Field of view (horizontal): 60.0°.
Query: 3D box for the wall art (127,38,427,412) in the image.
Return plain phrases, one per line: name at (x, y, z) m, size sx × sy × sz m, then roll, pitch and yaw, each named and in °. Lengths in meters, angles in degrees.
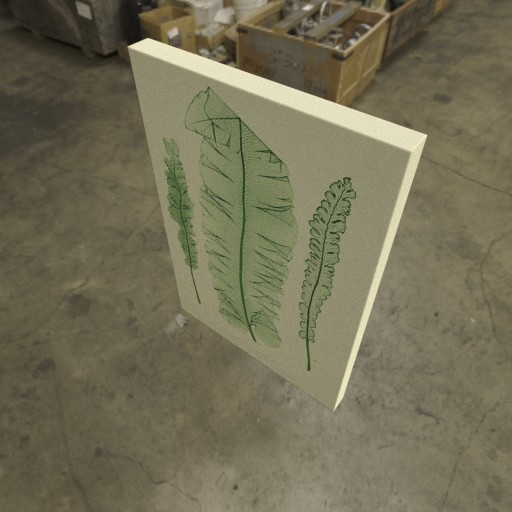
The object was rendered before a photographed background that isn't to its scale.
wall art at (0.000, 0.000, 0.759) m, size 0.418 × 0.608 × 0.038 m, roll 29°, pitch 54°, yaw 24°
